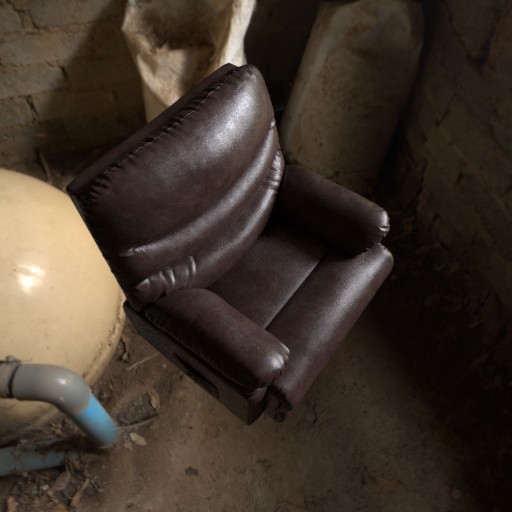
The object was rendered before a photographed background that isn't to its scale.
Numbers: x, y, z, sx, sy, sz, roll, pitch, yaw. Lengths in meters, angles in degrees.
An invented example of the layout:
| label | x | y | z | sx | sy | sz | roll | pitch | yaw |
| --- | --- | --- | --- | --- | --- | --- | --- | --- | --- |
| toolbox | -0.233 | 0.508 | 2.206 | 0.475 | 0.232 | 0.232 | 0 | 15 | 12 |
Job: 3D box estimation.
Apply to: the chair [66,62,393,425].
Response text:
| label | x | y | z | sx | sy | sz | roll | pitch | yaw |
| --- | --- | --- | --- | --- | --- | --- | --- | --- | --- |
| chair | 0.000 | 0.000 | 1.730 | 0.879 | 1.041 | 0.940 | 33 | 64 | 19 |
